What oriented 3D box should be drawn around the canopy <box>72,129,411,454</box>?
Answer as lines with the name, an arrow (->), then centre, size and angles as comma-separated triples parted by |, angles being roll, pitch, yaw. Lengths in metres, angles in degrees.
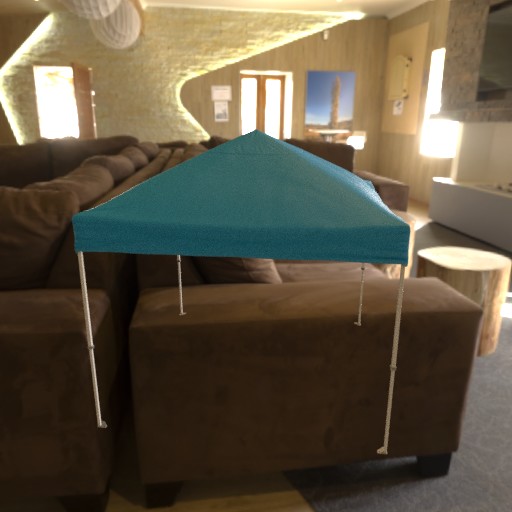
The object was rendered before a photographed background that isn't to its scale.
canopy -> 0.000, 0.000, 5.444 | 2.998, 2.997, 2.996 | 2, 17, 7
